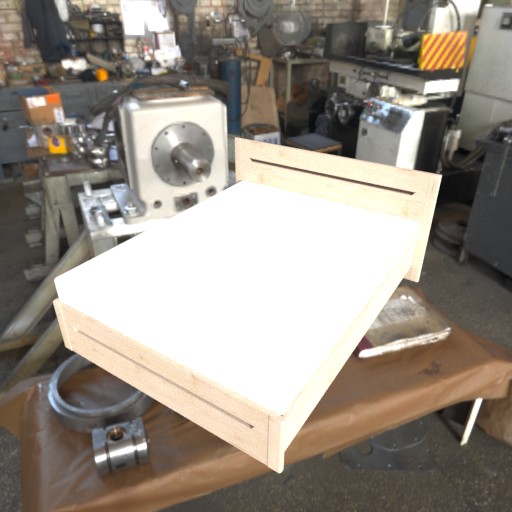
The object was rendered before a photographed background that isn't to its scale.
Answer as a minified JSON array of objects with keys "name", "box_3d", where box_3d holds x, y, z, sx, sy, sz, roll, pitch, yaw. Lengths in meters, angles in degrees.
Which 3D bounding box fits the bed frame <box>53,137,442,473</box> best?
[{"name":"bed frame","box_3d":[0.000,0.000,3.056,1.800,0.900,2.080,18,35,28]}]
